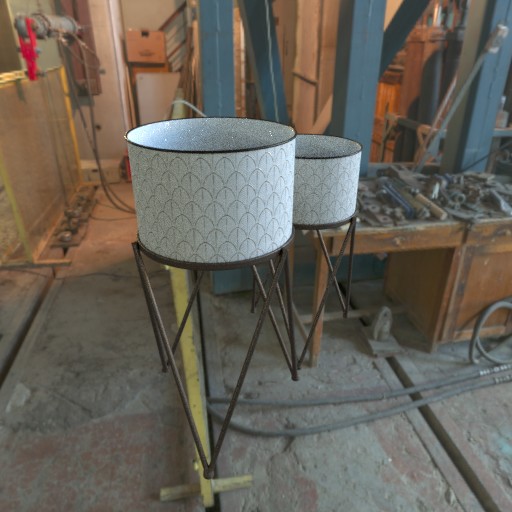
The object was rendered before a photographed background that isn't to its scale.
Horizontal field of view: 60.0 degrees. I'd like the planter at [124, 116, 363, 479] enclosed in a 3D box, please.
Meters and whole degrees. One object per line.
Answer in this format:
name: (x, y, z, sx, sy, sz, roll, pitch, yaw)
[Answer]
planter: (0.000, 0.000, 1.172, 0.413, 0.712, 0.769, 18, 32, 31)
